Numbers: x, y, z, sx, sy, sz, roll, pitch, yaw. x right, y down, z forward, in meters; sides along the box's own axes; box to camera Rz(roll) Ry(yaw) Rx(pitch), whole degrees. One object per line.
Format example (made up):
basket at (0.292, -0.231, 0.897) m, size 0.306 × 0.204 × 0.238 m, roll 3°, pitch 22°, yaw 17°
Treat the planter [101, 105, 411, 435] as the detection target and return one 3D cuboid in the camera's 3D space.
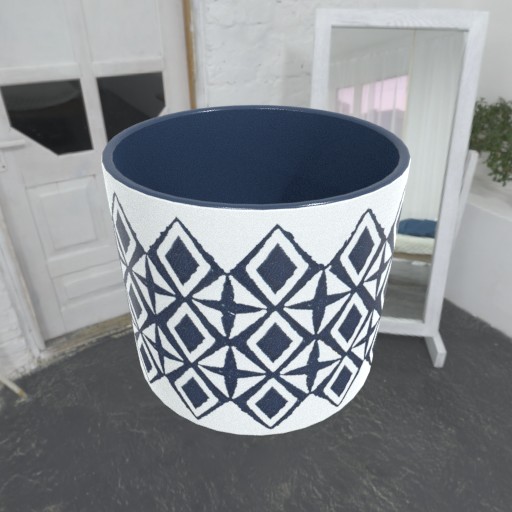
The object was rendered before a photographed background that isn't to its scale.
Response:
planter at (0.000, 0.000, 0.313) m, size 0.182 × 0.165 × 0.182 m, roll 0°, pitch 33°, yaw 0°
